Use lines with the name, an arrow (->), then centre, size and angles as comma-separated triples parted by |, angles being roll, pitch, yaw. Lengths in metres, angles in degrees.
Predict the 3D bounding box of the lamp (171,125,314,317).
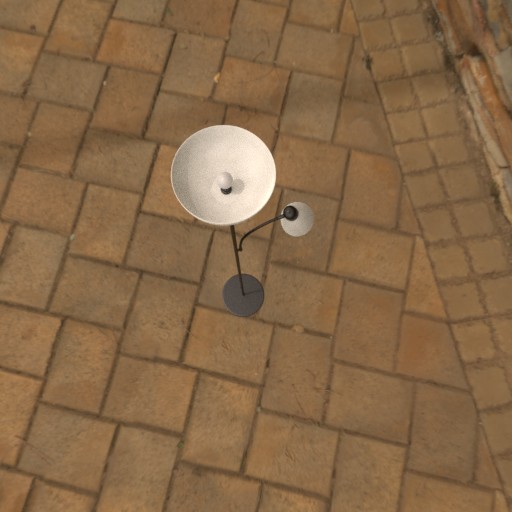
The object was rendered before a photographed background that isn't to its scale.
lamp -> 0.000, 0.000, 1.994 | 0.442, 1.804, 0.279 | -16, 76, -4
